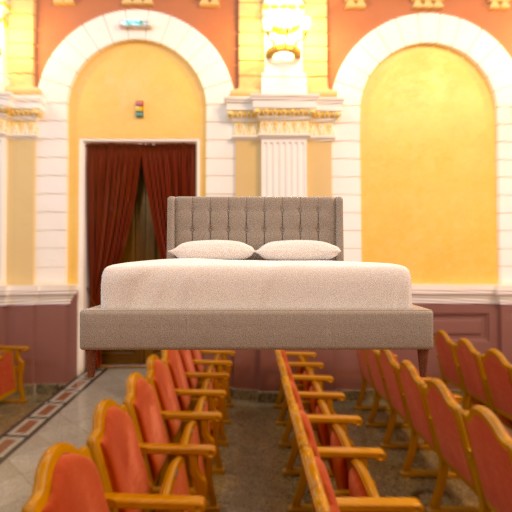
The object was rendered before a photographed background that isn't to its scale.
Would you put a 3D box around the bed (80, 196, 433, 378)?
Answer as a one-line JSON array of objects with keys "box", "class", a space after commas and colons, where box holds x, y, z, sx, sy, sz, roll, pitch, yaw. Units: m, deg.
[{"box": [0.000, 0.000, 3.162, 1.656, 1.147, 2.232, 0, 0, 0], "class": "bed"}]
